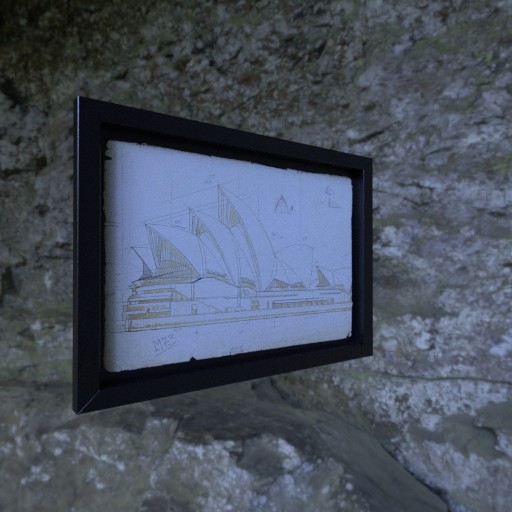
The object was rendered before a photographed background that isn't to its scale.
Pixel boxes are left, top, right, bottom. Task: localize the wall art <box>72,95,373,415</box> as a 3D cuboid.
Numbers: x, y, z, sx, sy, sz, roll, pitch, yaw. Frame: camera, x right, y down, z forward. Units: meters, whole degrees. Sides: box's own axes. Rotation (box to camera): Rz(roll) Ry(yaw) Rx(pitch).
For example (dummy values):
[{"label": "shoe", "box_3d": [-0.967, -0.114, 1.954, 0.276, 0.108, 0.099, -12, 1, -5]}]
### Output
[{"label": "wall art", "box_3d": [0.000, 0.000, 0.842, 0.657, 0.458, 0.027, 0, -1, -37]}]
